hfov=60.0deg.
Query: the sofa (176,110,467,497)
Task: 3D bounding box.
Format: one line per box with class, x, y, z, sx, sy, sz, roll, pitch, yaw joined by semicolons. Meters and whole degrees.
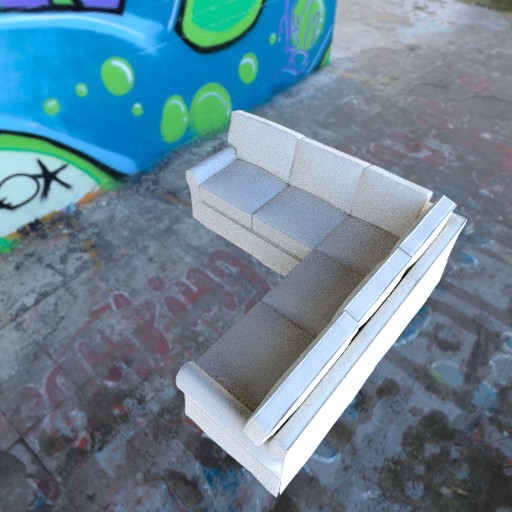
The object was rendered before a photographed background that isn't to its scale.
sofa;0.000;0.000;3.914;2.591;1.070;2.597;32;55;26
